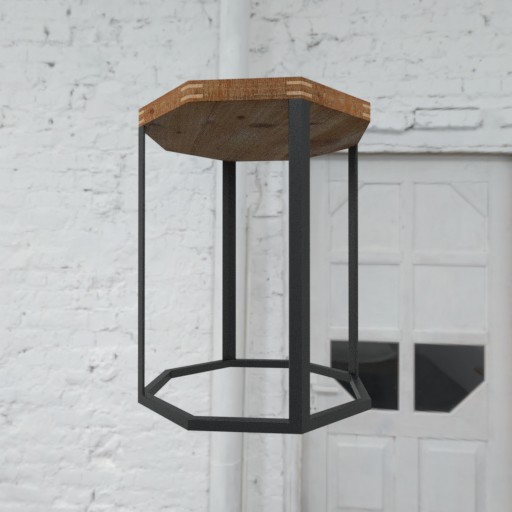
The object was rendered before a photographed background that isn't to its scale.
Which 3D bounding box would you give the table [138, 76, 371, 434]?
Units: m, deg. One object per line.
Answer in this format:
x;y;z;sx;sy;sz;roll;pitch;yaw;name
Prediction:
0.000;0.000;0.890;0.458;0.543;0.458;0;0;-18;table
